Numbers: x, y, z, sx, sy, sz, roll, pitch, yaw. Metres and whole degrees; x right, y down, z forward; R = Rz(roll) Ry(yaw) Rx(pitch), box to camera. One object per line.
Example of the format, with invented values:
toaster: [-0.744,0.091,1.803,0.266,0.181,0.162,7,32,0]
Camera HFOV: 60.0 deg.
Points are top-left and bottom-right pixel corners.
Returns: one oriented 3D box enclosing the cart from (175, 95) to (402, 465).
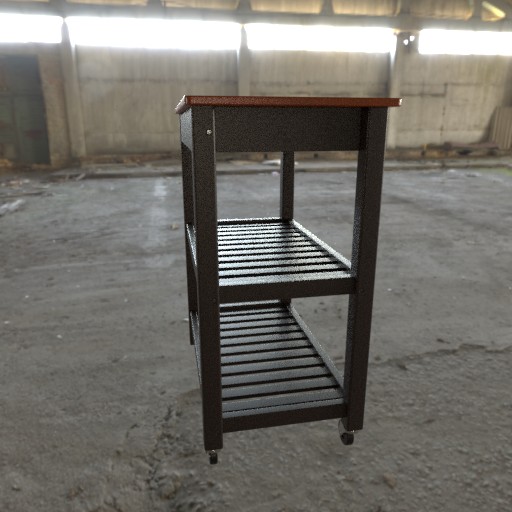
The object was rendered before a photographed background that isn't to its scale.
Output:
cart: [0.000,0.000,1.443,0.457,0.927,0.899,-3,17,-11]
